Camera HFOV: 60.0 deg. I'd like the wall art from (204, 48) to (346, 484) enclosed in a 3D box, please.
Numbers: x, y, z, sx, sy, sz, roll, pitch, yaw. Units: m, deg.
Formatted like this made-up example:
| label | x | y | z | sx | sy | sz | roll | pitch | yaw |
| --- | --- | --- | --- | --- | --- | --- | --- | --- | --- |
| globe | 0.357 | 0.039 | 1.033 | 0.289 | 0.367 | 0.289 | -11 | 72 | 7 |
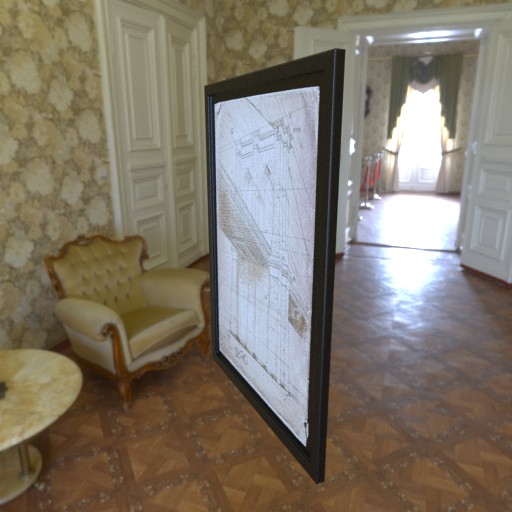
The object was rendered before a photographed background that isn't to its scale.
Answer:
| label | x | y | z | sx | sy | sz | roll | pitch | yaw |
| --- | --- | --- | --- | --- | --- | --- | --- | --- | --- |
| wall art | 0.000 | 0.000 | 0.851 | 0.016 | 0.657 | 0.480 | -7 | 17 | -25 |
